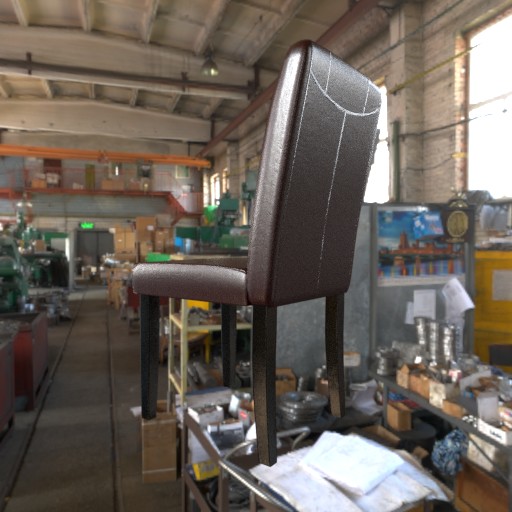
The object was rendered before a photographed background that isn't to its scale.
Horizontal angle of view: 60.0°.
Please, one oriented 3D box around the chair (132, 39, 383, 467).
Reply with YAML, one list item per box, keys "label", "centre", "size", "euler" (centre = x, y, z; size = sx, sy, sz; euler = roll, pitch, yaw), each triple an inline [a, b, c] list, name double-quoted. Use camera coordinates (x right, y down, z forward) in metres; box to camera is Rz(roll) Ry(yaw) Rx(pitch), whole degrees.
- label: "chair"
  centre: [0.000, 0.000, 1.194]
  size: [0.556, 0.897, 0.399]
  euler: [1, 2, 38]
